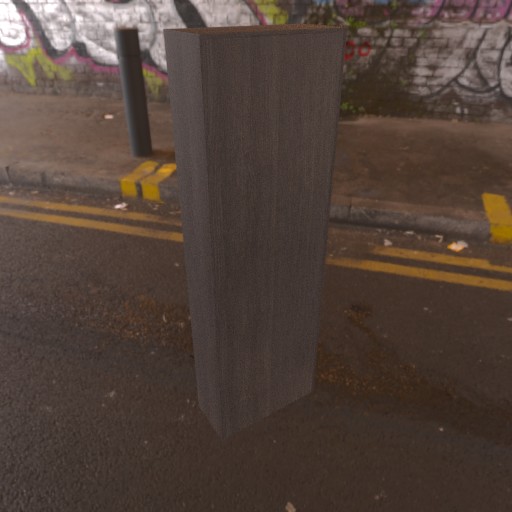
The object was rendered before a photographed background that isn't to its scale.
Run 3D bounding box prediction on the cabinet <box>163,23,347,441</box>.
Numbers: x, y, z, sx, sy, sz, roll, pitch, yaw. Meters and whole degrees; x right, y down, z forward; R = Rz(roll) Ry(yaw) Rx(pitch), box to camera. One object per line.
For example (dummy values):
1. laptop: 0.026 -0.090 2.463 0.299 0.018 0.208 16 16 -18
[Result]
1. cabinet: 0.000 0.000 1.778 0.520 1.630 0.255 -18 35 -28
